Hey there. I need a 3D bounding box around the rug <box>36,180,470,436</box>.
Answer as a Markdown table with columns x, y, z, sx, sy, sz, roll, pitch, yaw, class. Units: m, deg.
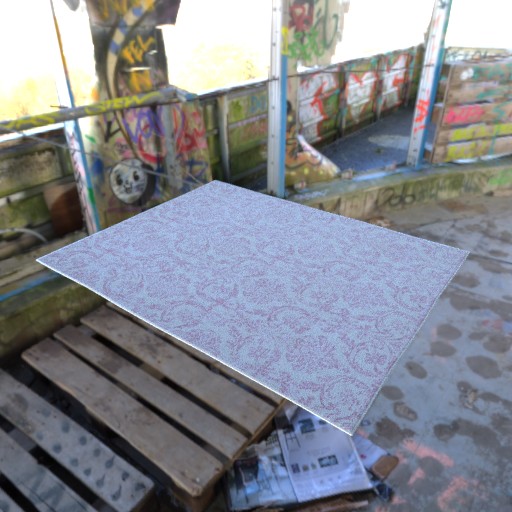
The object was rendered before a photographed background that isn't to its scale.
| x | y | z | sx | sy | sz | roll | pitch | yaw | class |
| --- | --- | --- | --- | --- | --- | --- | --- | --- | --- |
| 0.000 | 0.000 | 3.880 | 2.980 | 0.012 | 2.363 | 21 | 36 | 31 | rug |
